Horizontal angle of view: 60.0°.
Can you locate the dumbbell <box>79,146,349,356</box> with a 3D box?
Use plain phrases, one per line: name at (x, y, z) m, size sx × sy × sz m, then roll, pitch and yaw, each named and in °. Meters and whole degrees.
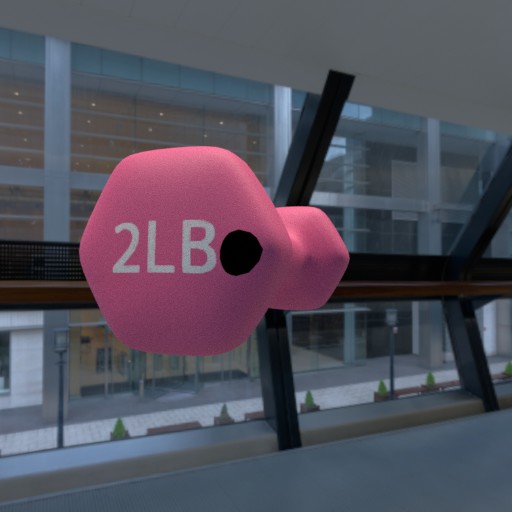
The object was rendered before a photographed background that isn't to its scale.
dumbbell at (0.000, 0.000, 0.173) m, size 0.058 × 0.053 × 0.146 m, roll 0°, pitch -1°, yaw 19°
